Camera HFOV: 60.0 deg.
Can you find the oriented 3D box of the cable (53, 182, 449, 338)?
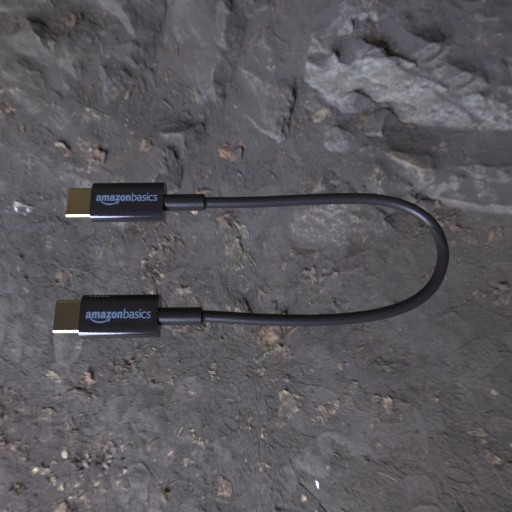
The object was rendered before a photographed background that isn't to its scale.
[{"bbox_3d":[0.000,0.000,0.113,0.098,0.005,0.041,-1,75,0],"label":"cable"}]
